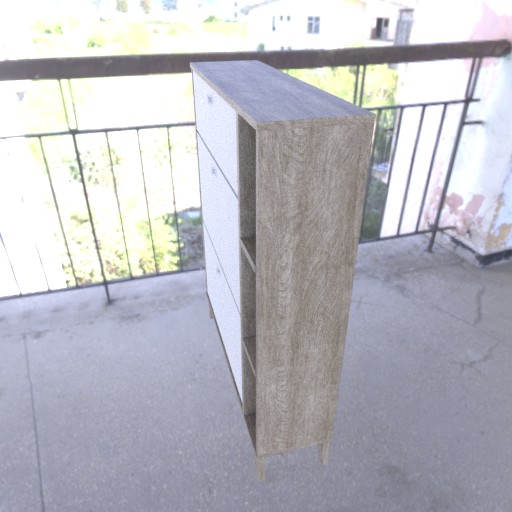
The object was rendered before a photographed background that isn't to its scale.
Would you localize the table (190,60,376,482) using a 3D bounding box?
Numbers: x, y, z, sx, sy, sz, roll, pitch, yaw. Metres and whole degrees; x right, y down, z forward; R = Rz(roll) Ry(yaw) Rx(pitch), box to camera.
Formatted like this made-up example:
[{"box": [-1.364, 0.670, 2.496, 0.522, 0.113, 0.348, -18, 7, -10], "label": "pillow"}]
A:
[{"box": [0.000, 0.000, 1.529, 0.256, 1.135, 0.902, -8, 31, -13], "label": "table"}]
